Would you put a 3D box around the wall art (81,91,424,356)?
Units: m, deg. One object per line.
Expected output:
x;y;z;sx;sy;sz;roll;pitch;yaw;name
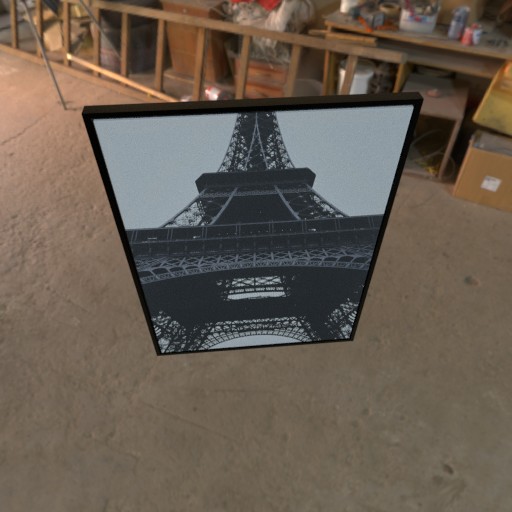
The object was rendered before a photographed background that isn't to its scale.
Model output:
0.000;0.000;1.436;0.805;1.062;0.040;-4;47;-3;wall art
